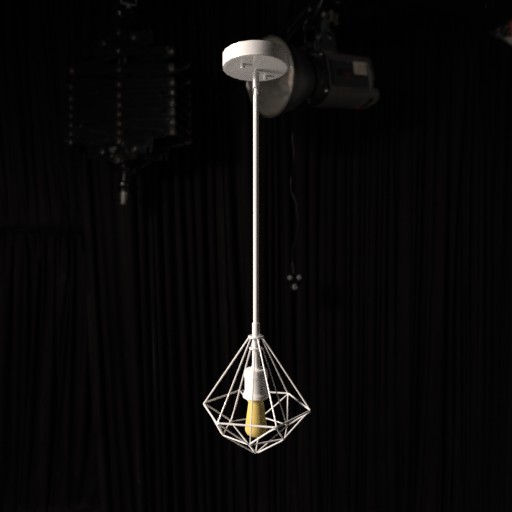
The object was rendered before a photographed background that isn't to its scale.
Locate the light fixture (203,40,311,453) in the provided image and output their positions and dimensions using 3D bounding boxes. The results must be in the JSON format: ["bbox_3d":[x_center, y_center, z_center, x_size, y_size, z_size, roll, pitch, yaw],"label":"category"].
[{"bbox_3d":[0.000,0.000,1.968,0.431,1.764,0.487,0,1,-20],"label":"light fixture"}]
